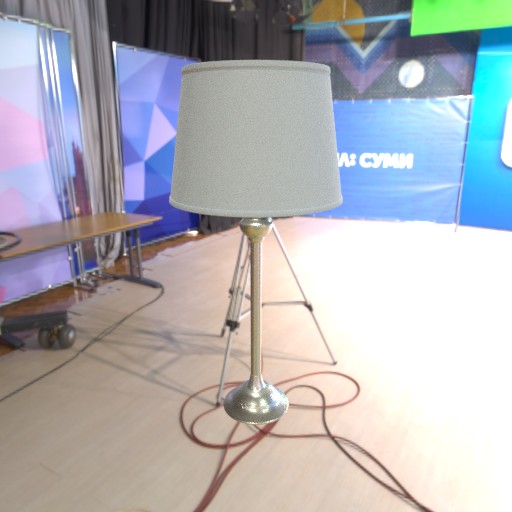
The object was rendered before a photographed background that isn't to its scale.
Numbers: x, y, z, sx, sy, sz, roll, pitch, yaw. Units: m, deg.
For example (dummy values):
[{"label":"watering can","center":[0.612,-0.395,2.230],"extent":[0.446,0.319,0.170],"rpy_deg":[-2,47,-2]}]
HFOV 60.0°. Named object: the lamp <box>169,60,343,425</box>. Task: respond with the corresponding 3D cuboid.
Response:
[{"label":"lamp","center":[0.000,0.000,0.894],"extent":[0.331,0.698,0.331],"rpy_deg":[0,18,0]}]
